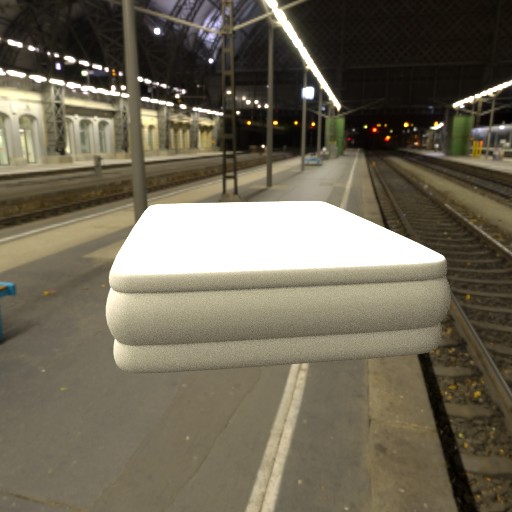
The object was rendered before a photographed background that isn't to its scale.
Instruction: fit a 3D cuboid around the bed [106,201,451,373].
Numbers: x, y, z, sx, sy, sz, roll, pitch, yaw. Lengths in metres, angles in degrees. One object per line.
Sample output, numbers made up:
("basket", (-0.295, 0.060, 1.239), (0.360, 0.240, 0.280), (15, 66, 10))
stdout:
("bed", (0.000, 0.000, 2.757), (1.520, 0.460, 2.036), (-2, 15, -8))
